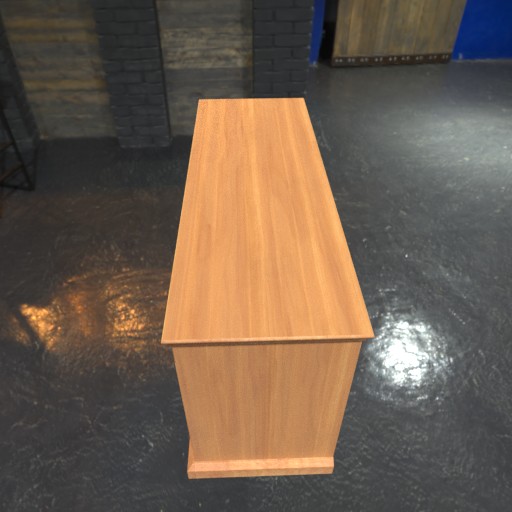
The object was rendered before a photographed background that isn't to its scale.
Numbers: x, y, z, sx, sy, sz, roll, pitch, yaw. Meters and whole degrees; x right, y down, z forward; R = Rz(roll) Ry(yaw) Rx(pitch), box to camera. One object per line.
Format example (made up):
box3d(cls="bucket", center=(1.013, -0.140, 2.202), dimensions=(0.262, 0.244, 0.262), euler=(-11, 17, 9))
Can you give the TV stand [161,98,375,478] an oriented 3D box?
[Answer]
box3d(cls="TV stand", center=(0.000, 0.000, 1.488), dimensions=(0.417, 0.607, 1.181), euler=(-1, 41, -2))
